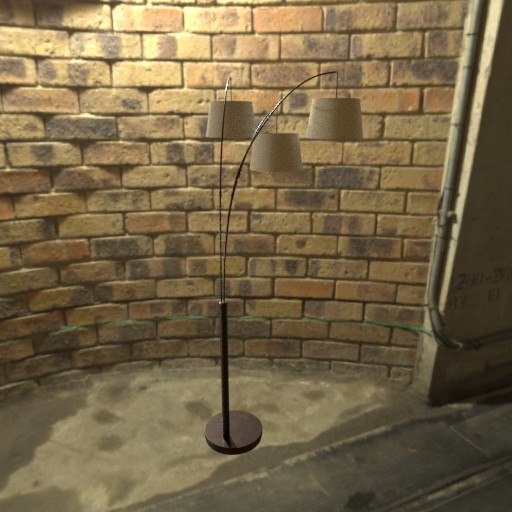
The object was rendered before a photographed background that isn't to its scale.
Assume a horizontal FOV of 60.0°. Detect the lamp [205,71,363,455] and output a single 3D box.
[{"bbox_3d":[0.000,0.000,2.490,0.951,1.950,0.924,8,18,26],"label":"lamp"}]
